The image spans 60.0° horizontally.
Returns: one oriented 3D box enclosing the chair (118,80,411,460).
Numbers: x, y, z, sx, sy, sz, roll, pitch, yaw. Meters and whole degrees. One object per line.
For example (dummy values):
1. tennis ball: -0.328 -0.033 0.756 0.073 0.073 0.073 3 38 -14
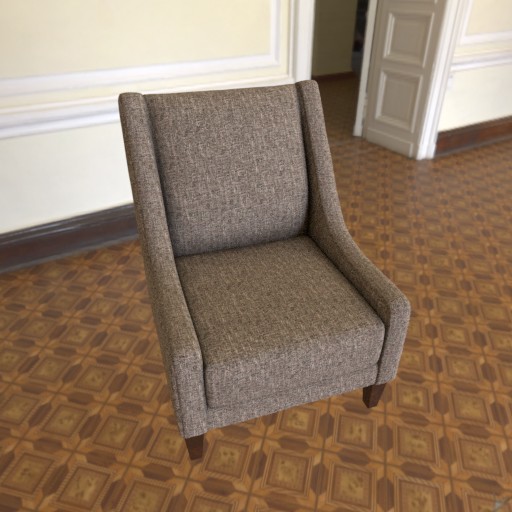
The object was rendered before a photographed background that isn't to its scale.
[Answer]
1. chair: 0.000 0.000 1.588 0.774 1.014 0.870 -10 34 -15
